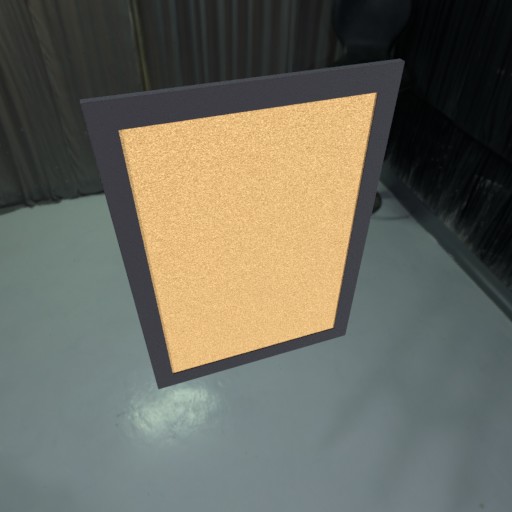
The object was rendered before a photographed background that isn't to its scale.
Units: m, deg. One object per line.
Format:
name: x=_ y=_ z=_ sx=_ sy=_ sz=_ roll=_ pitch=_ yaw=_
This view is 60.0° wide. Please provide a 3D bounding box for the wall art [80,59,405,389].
wall art: x=0.000 y=0.000 z=0.667 sx=0.374 sy=0.529 sz=0.012 roll=-13 pitch=44 yaw=-14
